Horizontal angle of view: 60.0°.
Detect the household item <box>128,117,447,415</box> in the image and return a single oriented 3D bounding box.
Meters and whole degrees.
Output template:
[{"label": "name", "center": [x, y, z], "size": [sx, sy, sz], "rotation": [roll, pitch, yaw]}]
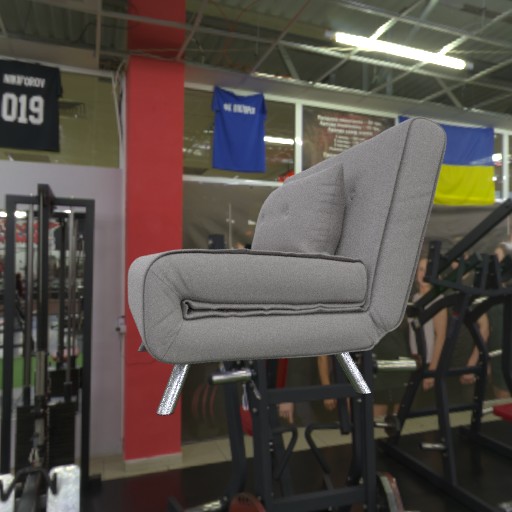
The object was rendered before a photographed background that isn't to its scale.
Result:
[{"label": "household item", "center": [0.000, 0.000, 1.626], "size": [0.874, 0.800, 1.000], "rotation": [0, -1, -18]}]
